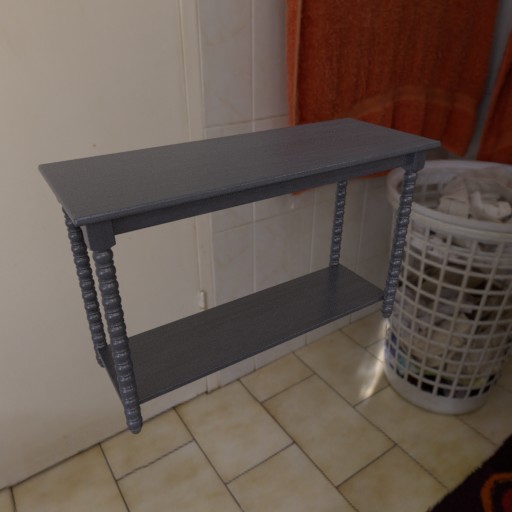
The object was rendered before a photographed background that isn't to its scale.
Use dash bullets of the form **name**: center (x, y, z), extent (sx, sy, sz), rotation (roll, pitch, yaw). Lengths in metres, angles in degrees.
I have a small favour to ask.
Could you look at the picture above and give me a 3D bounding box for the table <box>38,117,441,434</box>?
- **table**: center (0.000, 0.000, 1.543), extent (1.184, 0.735, 0.459), rotation (-17, 33, -28)
